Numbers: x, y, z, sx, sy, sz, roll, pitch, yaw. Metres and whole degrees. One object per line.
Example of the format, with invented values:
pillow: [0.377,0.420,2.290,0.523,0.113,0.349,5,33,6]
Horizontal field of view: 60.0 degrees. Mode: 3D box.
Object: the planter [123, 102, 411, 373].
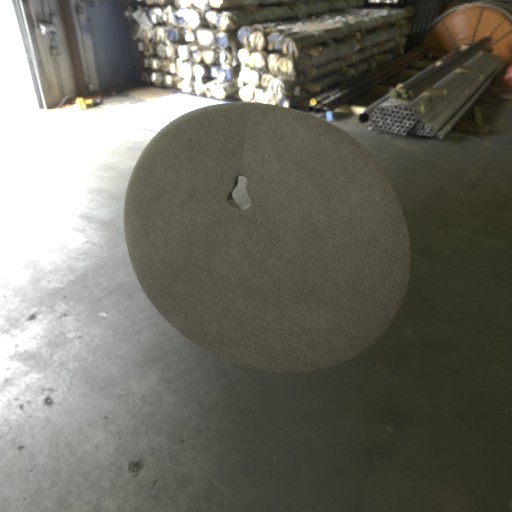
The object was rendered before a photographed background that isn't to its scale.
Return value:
planter: [0.000,0.000,0.281,0.185,0.188,0.071,10,34,15]
